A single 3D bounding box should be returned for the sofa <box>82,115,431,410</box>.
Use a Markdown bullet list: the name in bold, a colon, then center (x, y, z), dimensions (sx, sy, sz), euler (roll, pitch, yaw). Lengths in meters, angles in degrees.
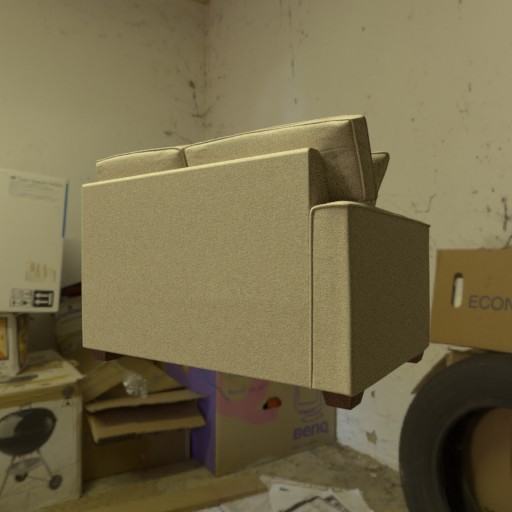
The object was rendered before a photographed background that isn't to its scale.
- **sofa**: center (0.000, 0.000, 2.117), dimensions (1.388, 0.989, 0.991), euler (-1, -1, 34)
